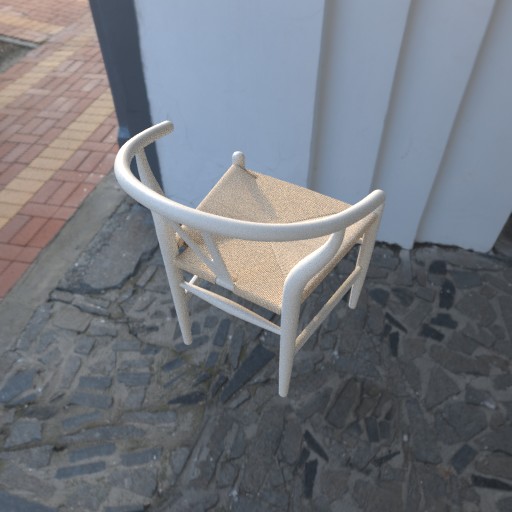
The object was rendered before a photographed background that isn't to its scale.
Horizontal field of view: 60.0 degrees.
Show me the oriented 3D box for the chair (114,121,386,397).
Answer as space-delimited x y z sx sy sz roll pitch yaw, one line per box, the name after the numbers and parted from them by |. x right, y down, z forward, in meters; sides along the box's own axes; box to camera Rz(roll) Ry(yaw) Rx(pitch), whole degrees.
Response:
0.000 0.000 1.177 0.569 0.730 0.579 23 50 21 | chair
